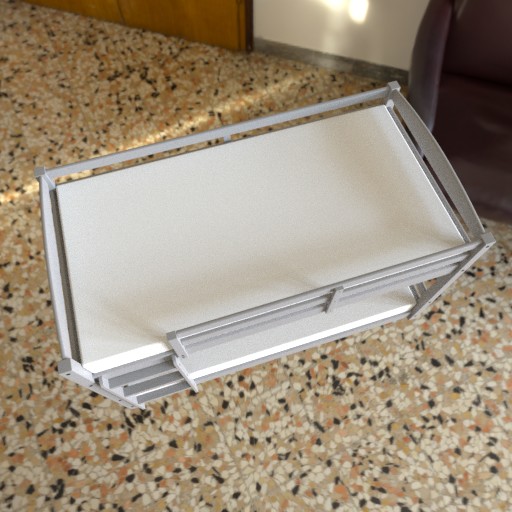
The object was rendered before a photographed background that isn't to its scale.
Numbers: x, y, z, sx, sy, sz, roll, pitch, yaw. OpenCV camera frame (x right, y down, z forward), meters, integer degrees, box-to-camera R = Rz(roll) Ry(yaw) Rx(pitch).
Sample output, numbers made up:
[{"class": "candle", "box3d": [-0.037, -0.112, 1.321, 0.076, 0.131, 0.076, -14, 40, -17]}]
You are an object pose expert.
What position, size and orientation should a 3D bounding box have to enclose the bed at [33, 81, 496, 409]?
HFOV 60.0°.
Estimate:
[{"class": "bed", "box3d": [0.000, 0.000, 2.645, 2.013, 1.206, 1.105, -16, 65, -8]}]
